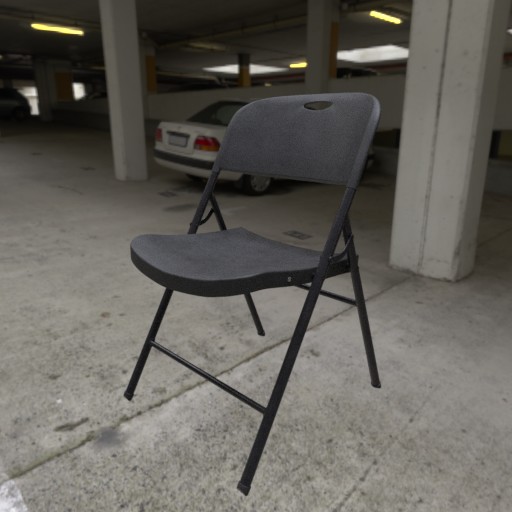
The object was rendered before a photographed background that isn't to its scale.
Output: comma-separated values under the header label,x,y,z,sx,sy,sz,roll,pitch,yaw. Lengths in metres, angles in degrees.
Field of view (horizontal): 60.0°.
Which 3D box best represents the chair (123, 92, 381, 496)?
label,x,y,z,sx,sy,sz,roll,pitch,yaw
chair,0.000,0.000,1.146,0.494,0.810,0.566,16,23,42
